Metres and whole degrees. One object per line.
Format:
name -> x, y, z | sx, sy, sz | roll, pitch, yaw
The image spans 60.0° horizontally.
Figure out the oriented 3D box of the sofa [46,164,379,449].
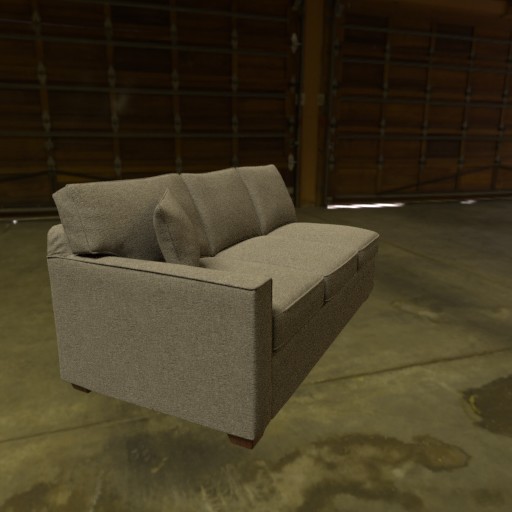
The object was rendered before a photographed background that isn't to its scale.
sofa -> 0.000, 0.000, 2.532 | 1.034, 0.946, 1.963 | 7, 16, 26
